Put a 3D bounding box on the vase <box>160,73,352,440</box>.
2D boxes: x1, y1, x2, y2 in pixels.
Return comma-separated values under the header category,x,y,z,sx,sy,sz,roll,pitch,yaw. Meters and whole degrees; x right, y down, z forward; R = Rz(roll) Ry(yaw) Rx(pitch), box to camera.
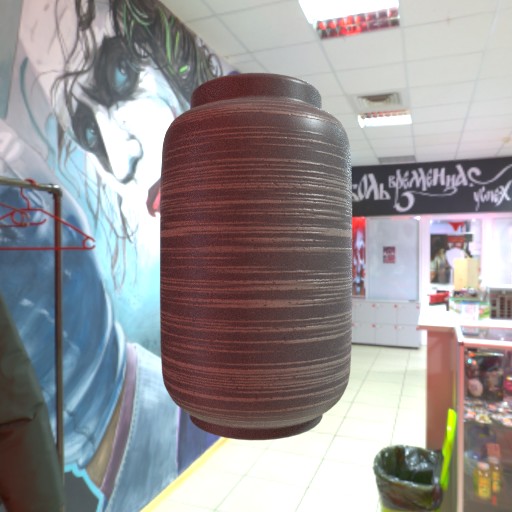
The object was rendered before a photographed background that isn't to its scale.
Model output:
category,x,y,z,sx,sy,sz,roll,pitch,yaw
vase,0.000,0.000,0.699,0.297,0.499,0.297,0,0,0
